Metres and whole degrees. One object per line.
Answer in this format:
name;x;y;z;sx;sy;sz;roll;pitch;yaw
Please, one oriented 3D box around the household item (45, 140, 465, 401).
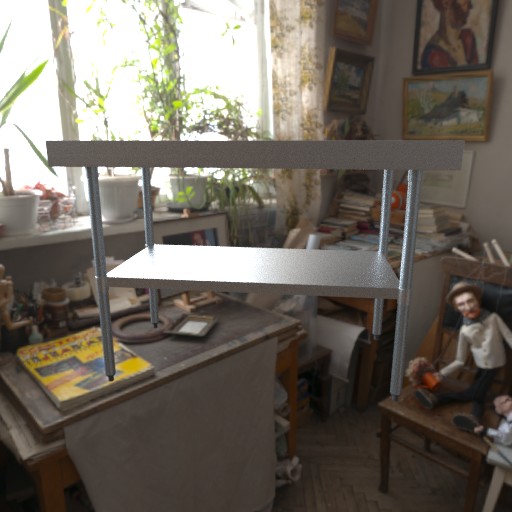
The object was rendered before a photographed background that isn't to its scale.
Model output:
household item;0.000;0.000;1.679;1.219;0.851;0.610;2;15;7
